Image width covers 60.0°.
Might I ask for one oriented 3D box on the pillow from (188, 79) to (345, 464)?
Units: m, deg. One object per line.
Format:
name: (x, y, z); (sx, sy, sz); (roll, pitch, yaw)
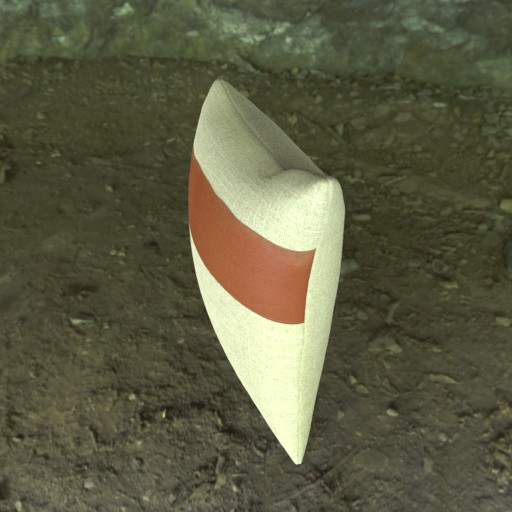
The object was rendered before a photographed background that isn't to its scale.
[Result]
pillow: (0.000, 0.000, 0.627); (0.173, 0.399, 0.414); (-9, 34, -14)
